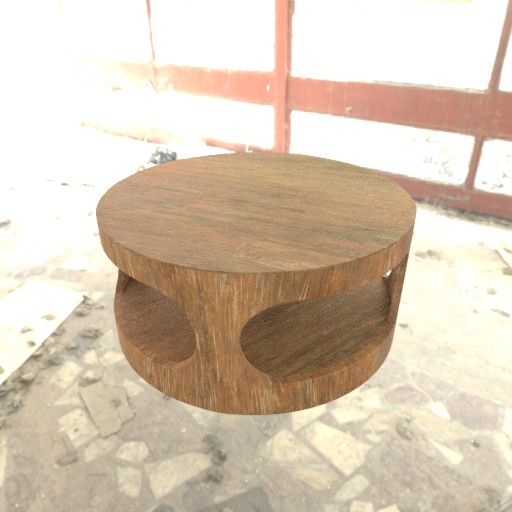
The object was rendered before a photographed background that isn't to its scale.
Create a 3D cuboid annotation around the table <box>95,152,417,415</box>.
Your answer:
[{"bbox_3d":[0.000,0.000,1.519,0.974,0.450,0.974,0,29,0],"label":"table"}]
